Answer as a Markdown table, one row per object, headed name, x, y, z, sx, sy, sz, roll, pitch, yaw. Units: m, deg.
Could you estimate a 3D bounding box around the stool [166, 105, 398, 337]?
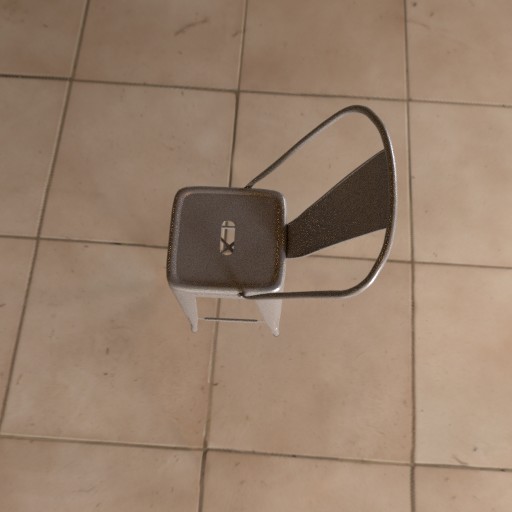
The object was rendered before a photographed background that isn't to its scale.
| name | x | y | z | sx | sy | sz | roll | pitch | yaw |
| --- | --- | --- | --- | --- | --- | --- | --- | --- | --- |
| stool | 0.000 | 0.000 | 1.330 | 0.513 | 1.096 | 0.399 | 3 | 75 | 1 |
